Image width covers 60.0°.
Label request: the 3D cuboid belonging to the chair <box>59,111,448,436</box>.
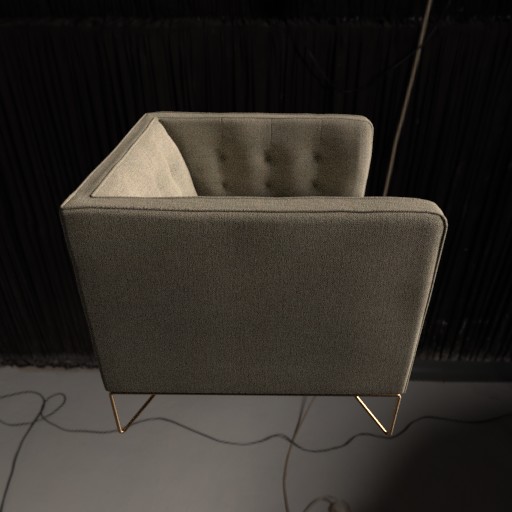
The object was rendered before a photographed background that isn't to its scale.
[{"bbox_3d":[0.000,0.000,1.581,0.912,0.799,0.920,0,31,1],"label":"chair"}]
